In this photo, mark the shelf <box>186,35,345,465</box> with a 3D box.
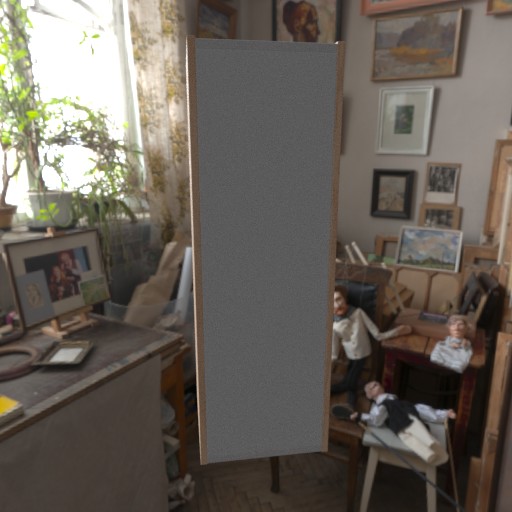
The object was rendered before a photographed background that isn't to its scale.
[{"bbox_3d":[0.000,0.000,1.068,0.300,0.900,0.290,-2,14,-9],"label":"shelf"}]
